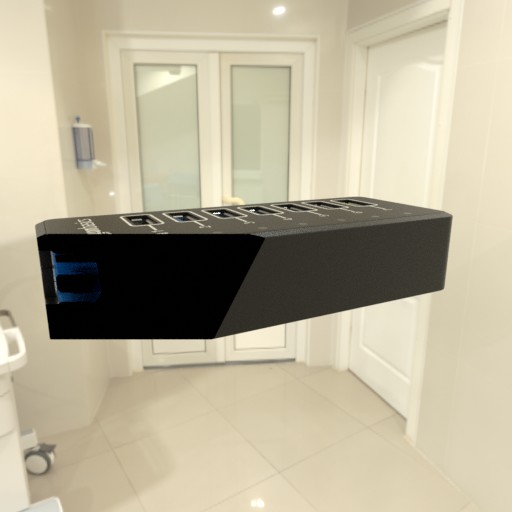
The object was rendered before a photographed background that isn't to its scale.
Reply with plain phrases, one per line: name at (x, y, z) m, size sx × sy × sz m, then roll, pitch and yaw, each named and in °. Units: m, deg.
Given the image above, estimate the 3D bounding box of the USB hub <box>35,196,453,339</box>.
USB hub at (0.000, 0.000, 0.126) m, size 0.110 × 0.023 × 0.044 m, roll -8°, pitch 17°, yaw -26°
